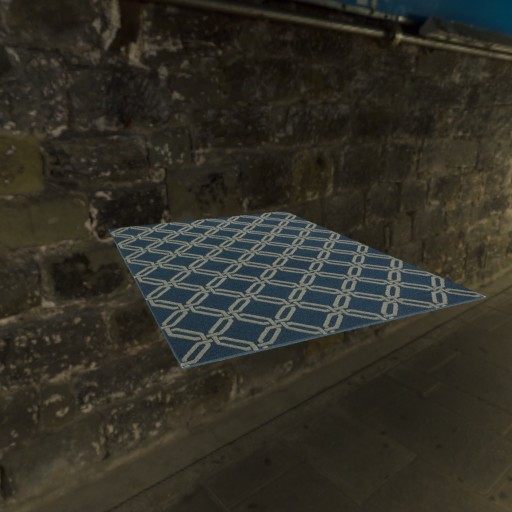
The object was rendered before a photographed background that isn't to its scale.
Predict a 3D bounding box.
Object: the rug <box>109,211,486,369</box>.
[{"bbox_3d":[0.000,0.000,4.419,2.432,0.018,3.342,-8,20,-23],"label":"rug"}]
